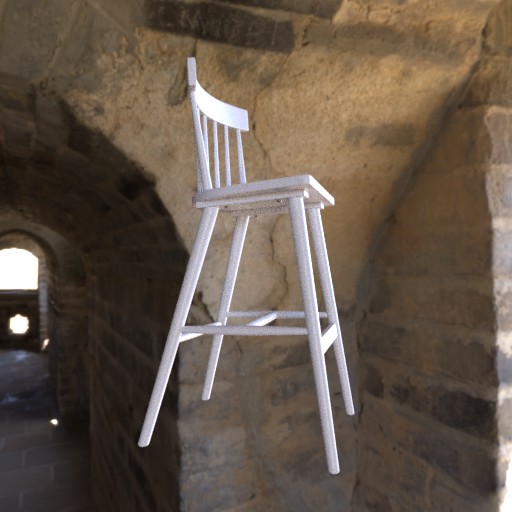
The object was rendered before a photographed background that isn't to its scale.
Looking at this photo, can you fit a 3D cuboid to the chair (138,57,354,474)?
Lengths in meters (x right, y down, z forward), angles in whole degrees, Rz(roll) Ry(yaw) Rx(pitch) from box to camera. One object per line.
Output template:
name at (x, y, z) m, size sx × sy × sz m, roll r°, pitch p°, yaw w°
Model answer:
chair at (0.000, 0.000, 1.404) m, size 0.572 × 1.092 × 0.483 m, roll 0°, pitch 0°, yaw 17°
